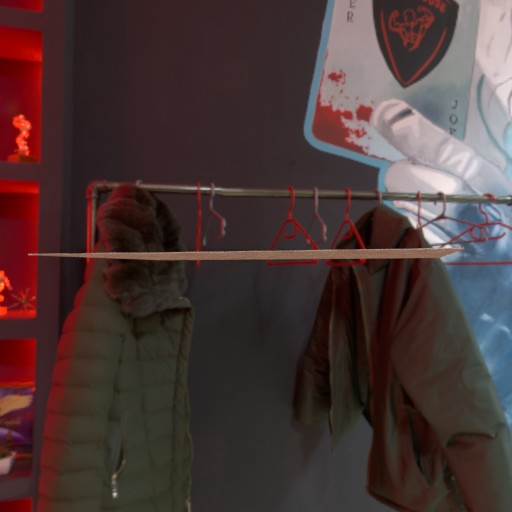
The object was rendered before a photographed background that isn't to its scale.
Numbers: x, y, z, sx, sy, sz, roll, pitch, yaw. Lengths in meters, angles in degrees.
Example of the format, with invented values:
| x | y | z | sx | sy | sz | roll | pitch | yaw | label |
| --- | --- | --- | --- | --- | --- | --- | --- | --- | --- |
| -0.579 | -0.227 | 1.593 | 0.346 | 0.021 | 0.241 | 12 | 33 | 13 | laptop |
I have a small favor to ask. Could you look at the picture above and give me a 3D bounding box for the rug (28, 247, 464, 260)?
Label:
| x | y | z | sx | sy | sz | roll | pitch | yaw | label |
| --- | --- | --- | --- | --- | --- | --- | --- | --- | --- |
| 0.000 | 0.000 | 3.039 | 2.440 | 0.012 | 1.522 | -1 | -2 | 19 | rug |
